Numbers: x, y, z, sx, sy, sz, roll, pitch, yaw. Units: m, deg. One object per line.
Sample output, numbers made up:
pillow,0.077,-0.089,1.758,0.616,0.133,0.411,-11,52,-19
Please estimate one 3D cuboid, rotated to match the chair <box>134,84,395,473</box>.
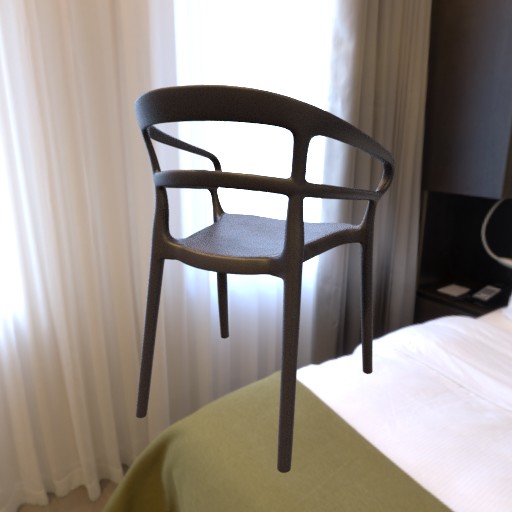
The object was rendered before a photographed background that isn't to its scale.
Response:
chair,0.000,0.000,1.117,0.559,0.761,0.527,8,17,27
